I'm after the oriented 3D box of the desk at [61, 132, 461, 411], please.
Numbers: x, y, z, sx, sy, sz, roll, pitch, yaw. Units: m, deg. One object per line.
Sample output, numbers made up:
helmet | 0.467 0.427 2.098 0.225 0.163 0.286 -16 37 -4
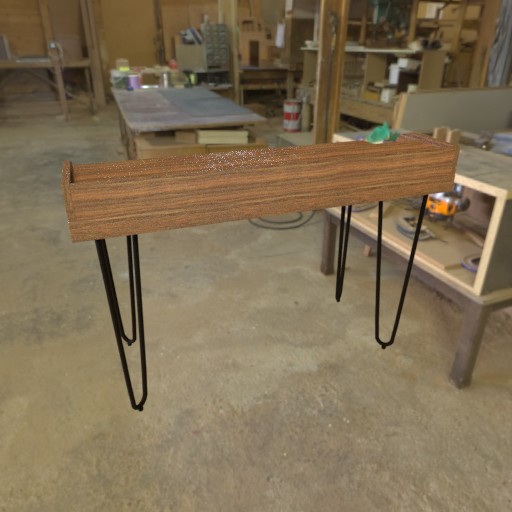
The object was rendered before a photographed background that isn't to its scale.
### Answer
desk | 0.000 0.000 1.672 1.200 0.854 0.565 -9 28 -18
